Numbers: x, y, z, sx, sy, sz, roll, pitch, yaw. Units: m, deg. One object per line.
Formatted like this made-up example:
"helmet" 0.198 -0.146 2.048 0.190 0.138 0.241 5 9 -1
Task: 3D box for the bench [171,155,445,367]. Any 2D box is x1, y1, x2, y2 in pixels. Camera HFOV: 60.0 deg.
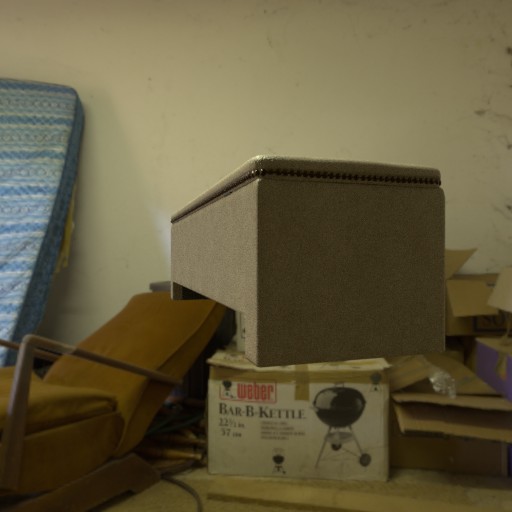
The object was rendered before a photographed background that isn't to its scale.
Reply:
"bench" 0.000 0.000 1.651 0.470 0.447 1.482 0 0 -18
